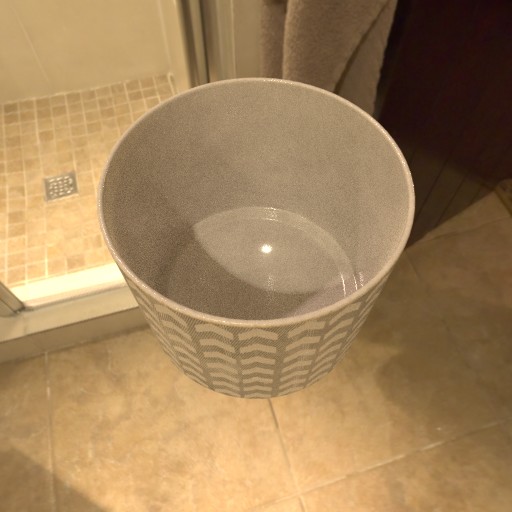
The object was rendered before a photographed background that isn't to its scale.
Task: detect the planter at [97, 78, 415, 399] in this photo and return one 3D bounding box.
[{"bbox_3d":[0.000,0.000,0.455,0.250,0.239,0.250,0,59,0],"label":"planter"}]
